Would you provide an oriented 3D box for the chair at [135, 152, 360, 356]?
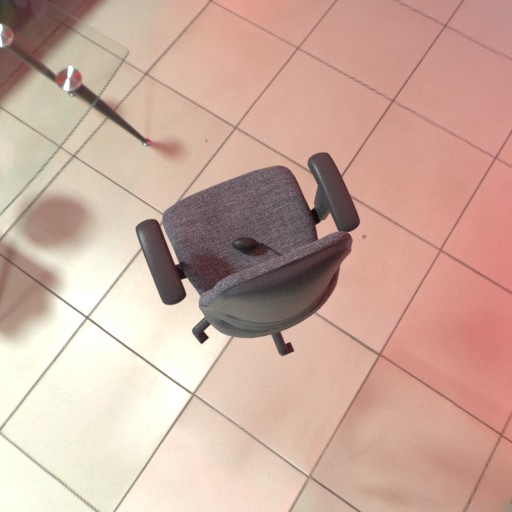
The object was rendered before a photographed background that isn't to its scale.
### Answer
[{"bbox_3d":[0.000,0.000,1.237,0.550,0.910,0.530,-22,75,-6],"label":"chair"}]
